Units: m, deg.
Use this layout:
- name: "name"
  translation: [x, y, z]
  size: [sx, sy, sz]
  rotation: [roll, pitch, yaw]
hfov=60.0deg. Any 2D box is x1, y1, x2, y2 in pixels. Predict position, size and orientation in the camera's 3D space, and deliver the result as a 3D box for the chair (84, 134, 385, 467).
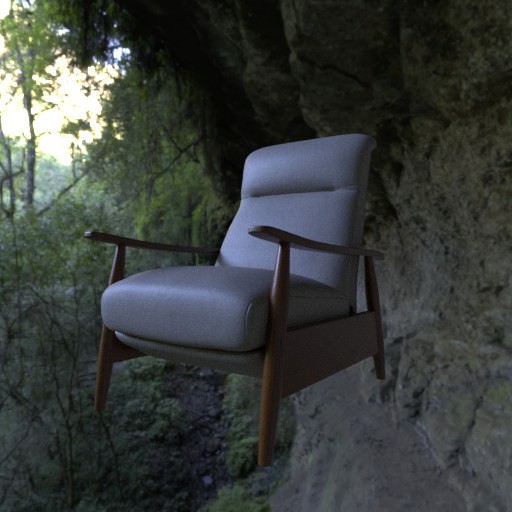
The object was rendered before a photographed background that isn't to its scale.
- name: "chair"
  translation: [0.000, 0.000, 1.754]
  size: [0.762, 1.082, 1.032]
  rotation: [1, 1, 34]
